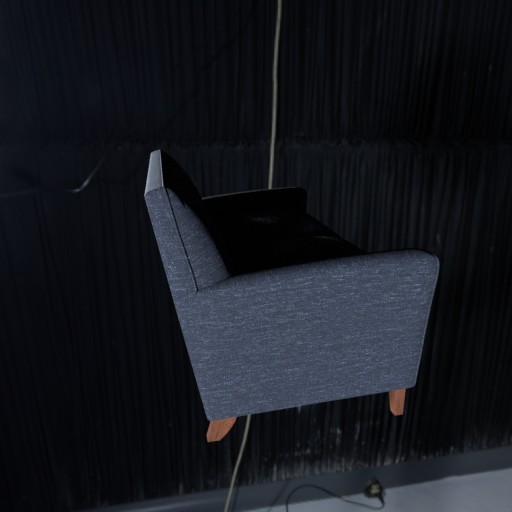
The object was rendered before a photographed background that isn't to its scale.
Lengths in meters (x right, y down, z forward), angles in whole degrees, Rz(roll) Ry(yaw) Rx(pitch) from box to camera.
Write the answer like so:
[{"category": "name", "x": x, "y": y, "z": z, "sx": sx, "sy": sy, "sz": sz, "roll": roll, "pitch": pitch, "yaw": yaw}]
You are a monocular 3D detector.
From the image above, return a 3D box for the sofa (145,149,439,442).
[{"category": "sofa", "x": 0.000, "y": 0.000, "z": 1.979, "sx": 0.875, "sy": 0.846, "sz": 1.420, "roll": -4, "pitch": 18, "yaw": -11}]
